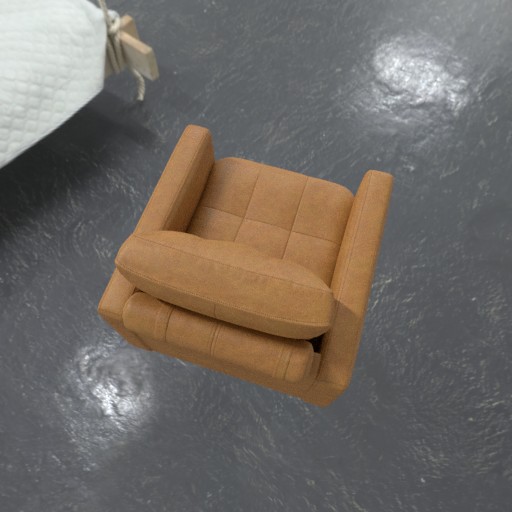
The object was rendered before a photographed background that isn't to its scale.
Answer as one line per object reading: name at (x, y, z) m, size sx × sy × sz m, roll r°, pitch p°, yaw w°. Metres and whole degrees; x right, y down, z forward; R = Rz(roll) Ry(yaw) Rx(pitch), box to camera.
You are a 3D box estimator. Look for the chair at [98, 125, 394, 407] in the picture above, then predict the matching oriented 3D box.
chair at (0.000, 0.000, 1.611) m, size 0.831 × 0.896 × 0.868 m, roll 16°, pitch 66°, yaw 7°
